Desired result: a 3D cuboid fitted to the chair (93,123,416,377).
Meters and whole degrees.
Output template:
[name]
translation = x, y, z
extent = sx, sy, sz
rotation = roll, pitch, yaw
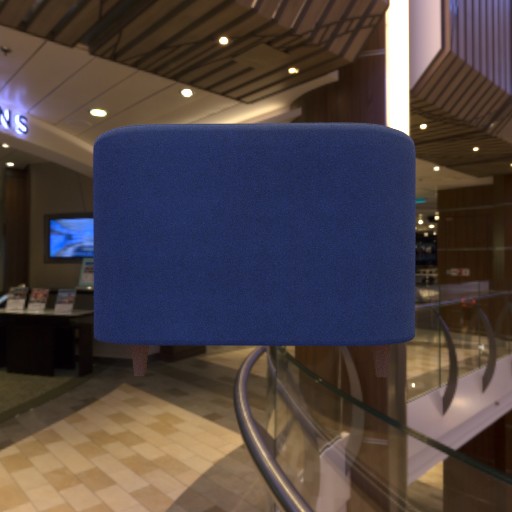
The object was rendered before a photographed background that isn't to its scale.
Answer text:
[chair]
translation = 0.000, 0.000, 1.761
extent = 1.118, 0.787, 0.914
rotation = 0, -1, 1
